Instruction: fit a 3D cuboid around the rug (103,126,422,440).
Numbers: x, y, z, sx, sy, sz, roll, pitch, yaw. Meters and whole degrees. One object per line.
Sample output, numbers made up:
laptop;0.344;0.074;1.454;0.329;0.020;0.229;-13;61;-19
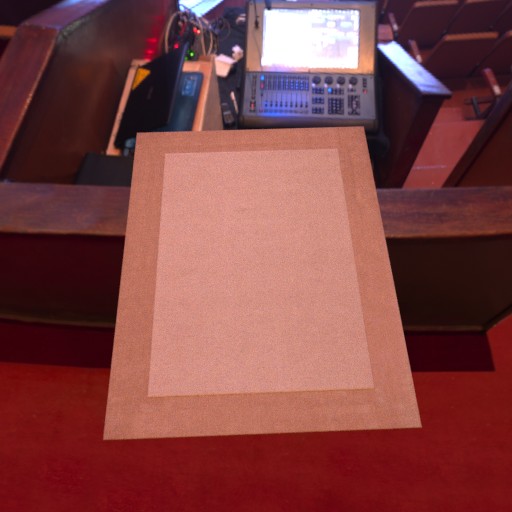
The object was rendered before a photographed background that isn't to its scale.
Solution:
rug;0.000;0.000;4.073;2.438;0.014;3.048;-2;63;-1
